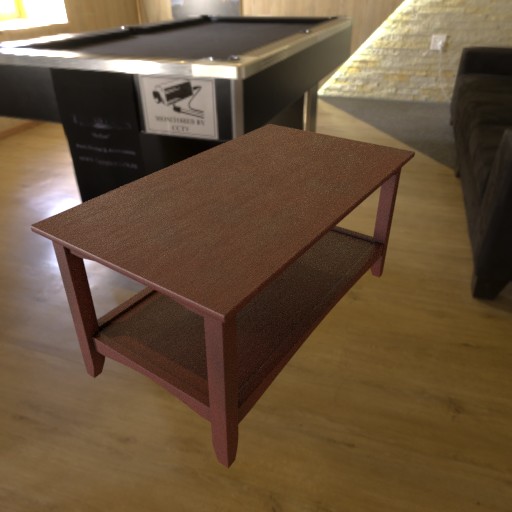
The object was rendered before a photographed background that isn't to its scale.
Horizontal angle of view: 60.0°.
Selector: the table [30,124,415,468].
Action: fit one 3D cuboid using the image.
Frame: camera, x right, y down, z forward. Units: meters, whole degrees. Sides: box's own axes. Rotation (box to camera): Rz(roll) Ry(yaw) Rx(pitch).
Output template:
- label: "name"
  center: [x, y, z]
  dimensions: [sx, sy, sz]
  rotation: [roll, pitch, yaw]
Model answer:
- label: "table"
  center: [0.000, 0.000, 1.274]
  dimensions: [0.533, 0.456, 0.943]
  rotation: [20, 38, 29]
